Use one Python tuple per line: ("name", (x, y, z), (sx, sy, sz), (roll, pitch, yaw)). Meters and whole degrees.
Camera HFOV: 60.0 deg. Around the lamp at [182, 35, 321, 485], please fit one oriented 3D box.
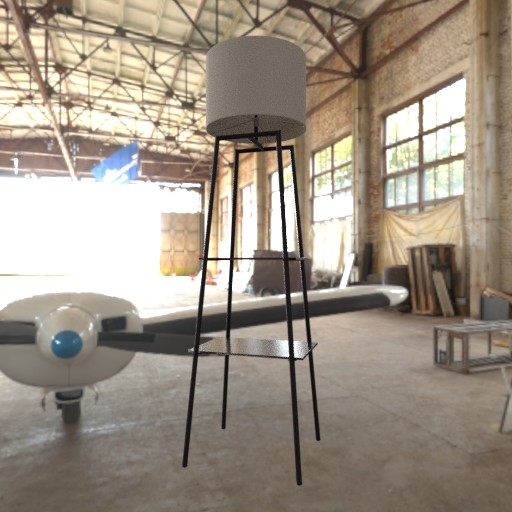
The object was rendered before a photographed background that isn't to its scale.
("lamp", (0.000, 0.000, 1.665), (0.427, 1.474, 0.384), (0, 0, 18))
